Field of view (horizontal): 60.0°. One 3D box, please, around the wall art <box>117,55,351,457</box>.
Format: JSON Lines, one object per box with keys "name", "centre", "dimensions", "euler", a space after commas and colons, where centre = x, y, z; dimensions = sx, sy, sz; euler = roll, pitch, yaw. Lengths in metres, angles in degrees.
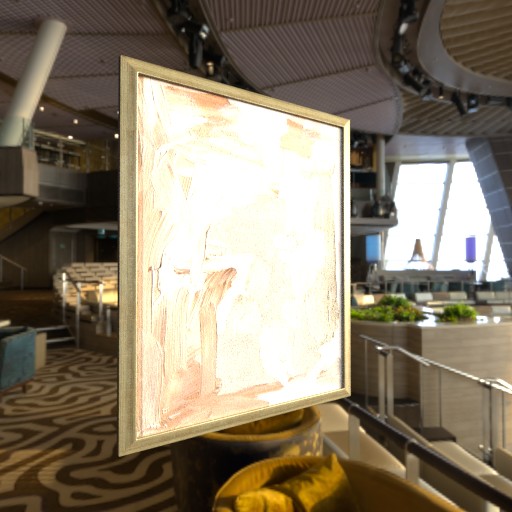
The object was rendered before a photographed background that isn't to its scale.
{"name": "wall art", "centre": [0.000, 0.000, 0.894], "dimensions": [0.559, 0.660, 0.018], "euler": [1, -1, -36]}
